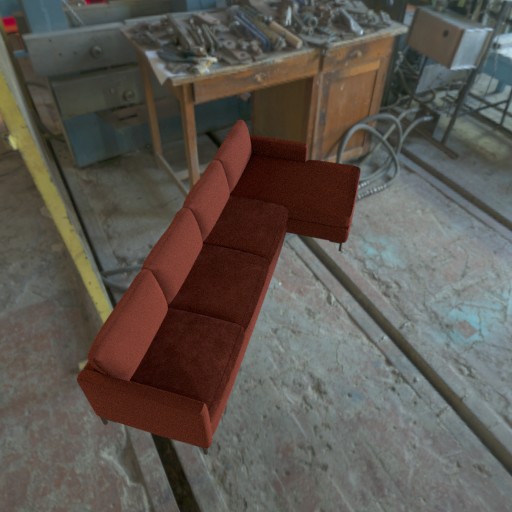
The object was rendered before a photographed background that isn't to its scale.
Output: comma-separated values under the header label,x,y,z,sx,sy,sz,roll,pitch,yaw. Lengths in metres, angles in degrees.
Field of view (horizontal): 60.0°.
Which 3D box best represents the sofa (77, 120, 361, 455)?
label,x,y,z,sx,sy,sz,roll,pitch,yaw
sofa,0.000,0.000,3.532,1.350,0.810,2.932,12,47,11
